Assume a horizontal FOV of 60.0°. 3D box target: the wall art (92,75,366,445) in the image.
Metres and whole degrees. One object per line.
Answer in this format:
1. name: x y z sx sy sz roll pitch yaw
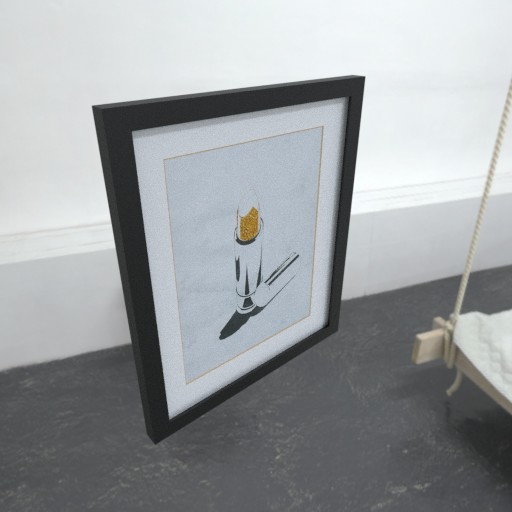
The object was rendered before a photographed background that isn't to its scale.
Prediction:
1. wall art: 0.000 0.000 0.533 0.330 0.381 0.019 -22 35 -35
